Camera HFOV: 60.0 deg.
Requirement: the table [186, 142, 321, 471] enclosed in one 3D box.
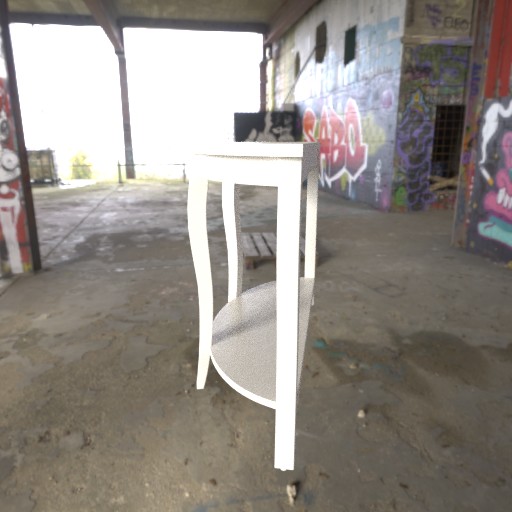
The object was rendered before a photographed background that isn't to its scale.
[{"bbox_3d":[0.000,0.000,1.572,0.394,0.780,1.219,2,15,9],"label":"table"}]
